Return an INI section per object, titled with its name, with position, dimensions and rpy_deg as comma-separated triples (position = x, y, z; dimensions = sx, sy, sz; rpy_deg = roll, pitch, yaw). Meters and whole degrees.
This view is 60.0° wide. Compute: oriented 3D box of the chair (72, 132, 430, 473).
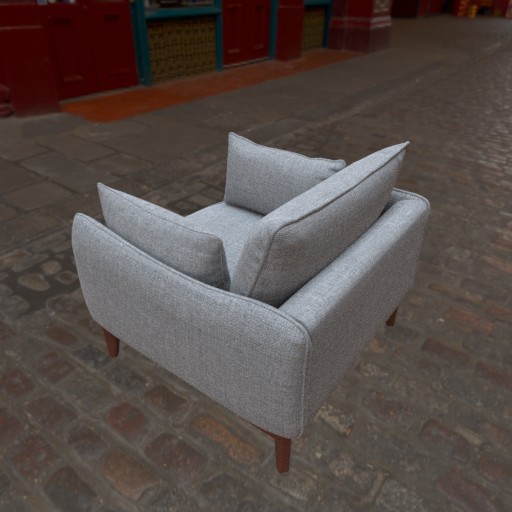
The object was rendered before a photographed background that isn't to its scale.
[chair]
position = 0.000, 0.000, 1.688
dimensions = 0.976, 0.839, 0.993
rpy_deg = 22, 38, 30
